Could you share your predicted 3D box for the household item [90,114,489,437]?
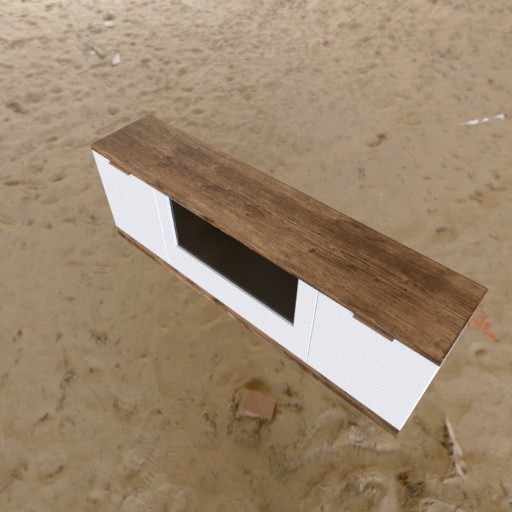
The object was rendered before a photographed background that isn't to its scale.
[{"bbox_3d":[0.000,0.000,2.063,1.800,0.615,0.390,32,55,26],"label":"household item"}]
